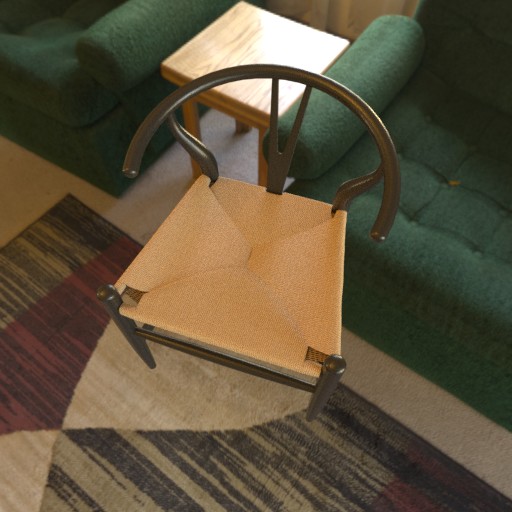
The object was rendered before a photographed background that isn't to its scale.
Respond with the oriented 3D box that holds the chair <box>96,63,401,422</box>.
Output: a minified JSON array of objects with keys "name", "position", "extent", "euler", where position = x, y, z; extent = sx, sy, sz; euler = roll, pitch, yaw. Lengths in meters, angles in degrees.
[{"name":"chair","position":[0.000,0.000,1.152],"extent":[0.570,0.739,0.570],"euler":[16,60,9]}]
